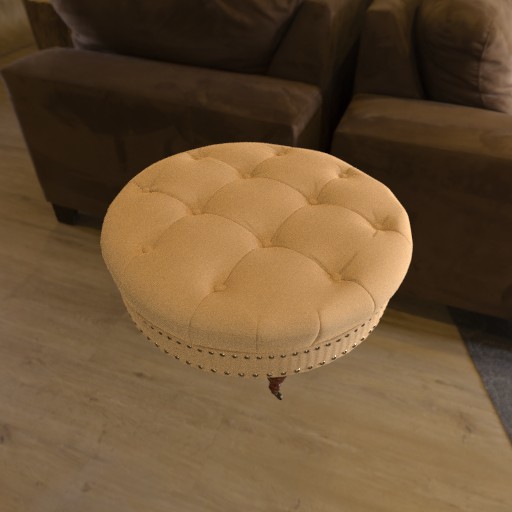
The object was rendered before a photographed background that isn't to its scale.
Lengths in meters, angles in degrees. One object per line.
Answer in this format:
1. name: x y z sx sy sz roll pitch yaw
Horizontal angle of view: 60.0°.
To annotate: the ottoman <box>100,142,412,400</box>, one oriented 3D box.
1. ottoman: 0.000 0.000 1.412 0.901 0.439 0.901 0 41 0
